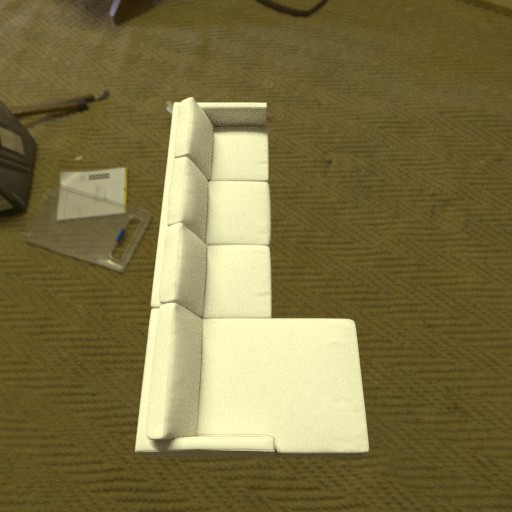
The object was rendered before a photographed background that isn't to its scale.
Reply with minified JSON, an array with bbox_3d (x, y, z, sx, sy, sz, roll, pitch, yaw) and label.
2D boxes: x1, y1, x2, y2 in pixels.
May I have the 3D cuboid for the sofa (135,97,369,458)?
[{"bbox_3d":[0.000,0.000,3.866,1.625,0.846,3.186,0,62,0],"label":"sofa"}]
